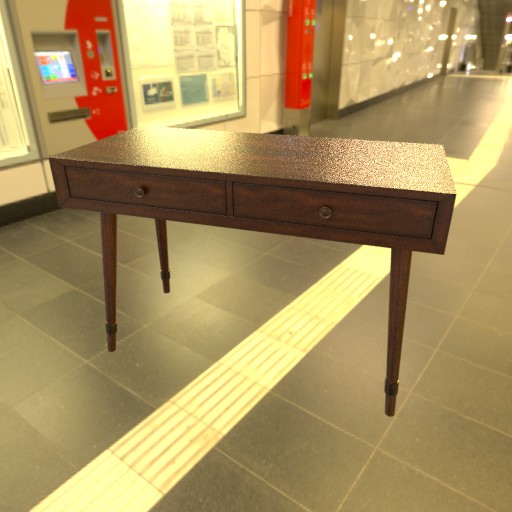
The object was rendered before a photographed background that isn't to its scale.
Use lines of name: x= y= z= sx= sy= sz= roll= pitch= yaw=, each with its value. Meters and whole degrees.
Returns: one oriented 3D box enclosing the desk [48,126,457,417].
desk: x=0.000 y=0.000 z=2.171 sx=1.577 sy=1.031 sz=0.734 roll=8 pitch=28 yaw=16
